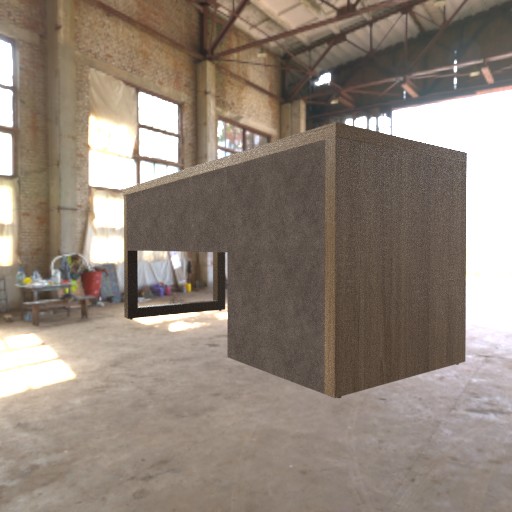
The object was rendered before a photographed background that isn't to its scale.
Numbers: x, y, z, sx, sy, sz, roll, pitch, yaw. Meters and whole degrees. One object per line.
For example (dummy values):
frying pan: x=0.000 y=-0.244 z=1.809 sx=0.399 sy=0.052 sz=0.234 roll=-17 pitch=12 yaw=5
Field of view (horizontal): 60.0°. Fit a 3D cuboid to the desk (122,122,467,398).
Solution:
desk: x=0.000 y=0.000 z=2.093 sx=0.690 sy=0.760 sz=1.700 roll=-1 pitch=1 yaw=-36
